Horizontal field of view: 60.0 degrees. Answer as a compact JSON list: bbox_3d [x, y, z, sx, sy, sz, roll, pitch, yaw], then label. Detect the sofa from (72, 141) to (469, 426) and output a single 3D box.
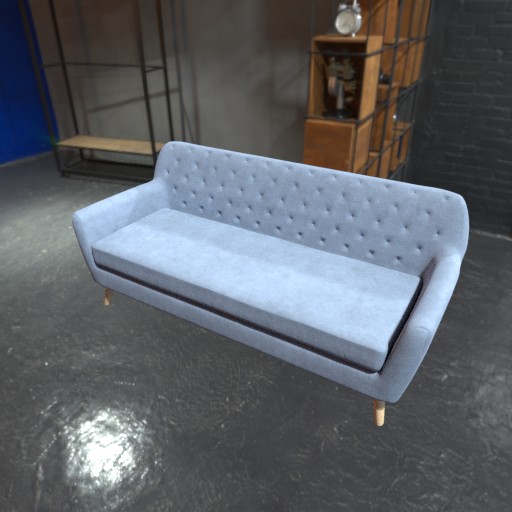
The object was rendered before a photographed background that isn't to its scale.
[{"bbox_3d":[0.000,0.000,2.396,1.970,0.830,0.830,17,34,27],"label":"sofa"}]
